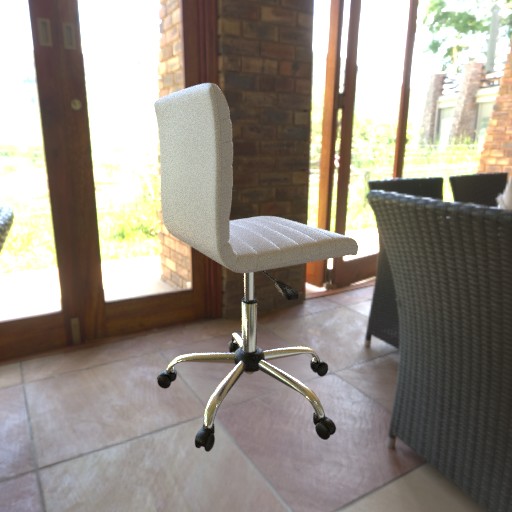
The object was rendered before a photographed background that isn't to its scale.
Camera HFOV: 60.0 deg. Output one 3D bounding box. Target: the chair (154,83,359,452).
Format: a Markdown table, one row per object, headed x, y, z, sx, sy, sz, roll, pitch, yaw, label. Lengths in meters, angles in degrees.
| x | y | z | sx | sy | sz | roll | pitch | yaw | label |
| --- | --- | --- | --- | --- | --- | --- | --- | --- | --- |
| 0.000 | 0.000 | 1.091 | 0.455 | 0.750 | 0.520 | -7 | 16 | -26 | chair |
